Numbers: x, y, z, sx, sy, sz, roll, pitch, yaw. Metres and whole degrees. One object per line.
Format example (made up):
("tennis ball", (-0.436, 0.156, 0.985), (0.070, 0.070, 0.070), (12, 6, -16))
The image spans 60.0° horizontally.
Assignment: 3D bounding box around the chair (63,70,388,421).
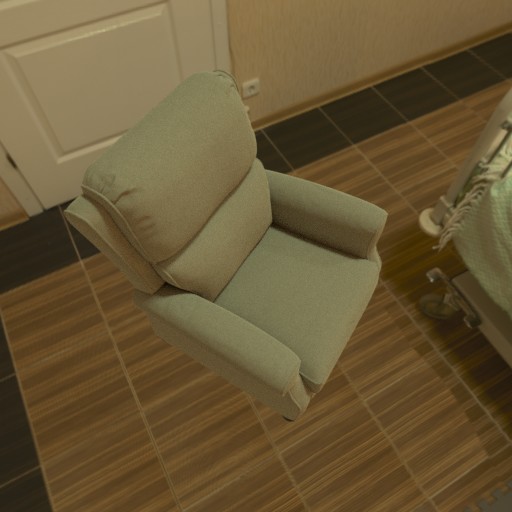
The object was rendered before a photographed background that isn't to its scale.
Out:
("chair", (0.000, 0.000, 1.748), (0.919, 1.046, 0.859), (28, 63, 16))
